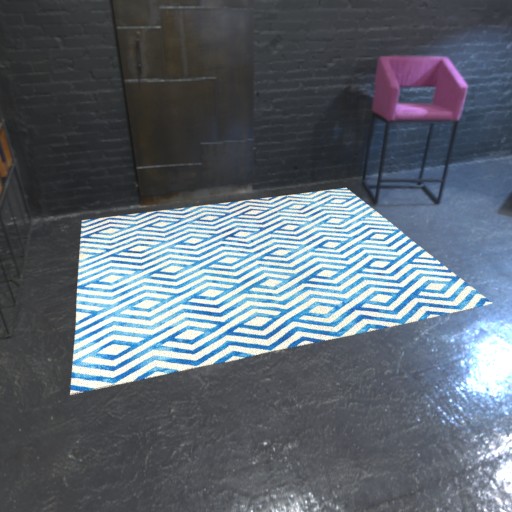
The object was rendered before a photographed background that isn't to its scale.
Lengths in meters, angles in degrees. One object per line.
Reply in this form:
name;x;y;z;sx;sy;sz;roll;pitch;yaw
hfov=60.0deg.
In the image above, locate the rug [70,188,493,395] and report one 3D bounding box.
rug;0.000;0.000;4.015;3.059;0.008;2.453;-9;32;-15
